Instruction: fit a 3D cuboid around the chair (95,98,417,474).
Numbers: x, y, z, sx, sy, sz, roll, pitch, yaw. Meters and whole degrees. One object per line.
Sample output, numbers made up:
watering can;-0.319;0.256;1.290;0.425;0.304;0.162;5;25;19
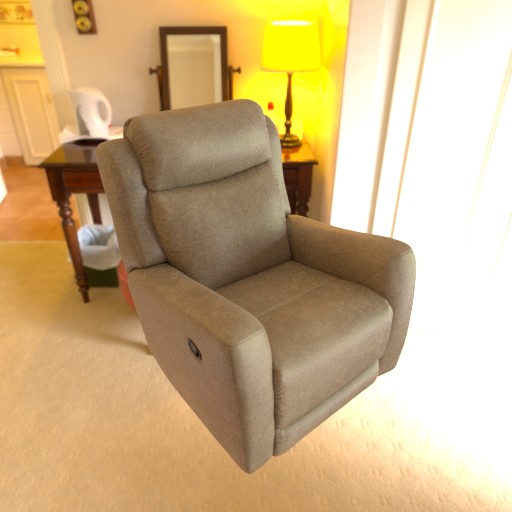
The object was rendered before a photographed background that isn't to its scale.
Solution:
chair;0.000;0.000;1.916;0.965;1.116;1.068;-22;37;-32
